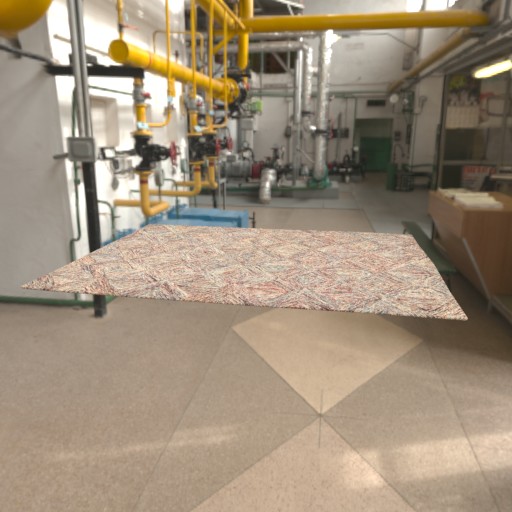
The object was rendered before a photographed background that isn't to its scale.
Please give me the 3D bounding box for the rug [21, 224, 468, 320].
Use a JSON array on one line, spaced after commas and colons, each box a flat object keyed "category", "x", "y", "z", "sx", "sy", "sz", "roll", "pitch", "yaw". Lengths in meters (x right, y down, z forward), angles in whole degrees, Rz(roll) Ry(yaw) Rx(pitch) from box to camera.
[{"category": "rug", "x": 0.000, "y": 0.000, "z": 4.235, "sx": 3.226, "sy": 0.024, "sz": 2.436, "roll": 3, "pitch": 16, "yaw": 10}]
